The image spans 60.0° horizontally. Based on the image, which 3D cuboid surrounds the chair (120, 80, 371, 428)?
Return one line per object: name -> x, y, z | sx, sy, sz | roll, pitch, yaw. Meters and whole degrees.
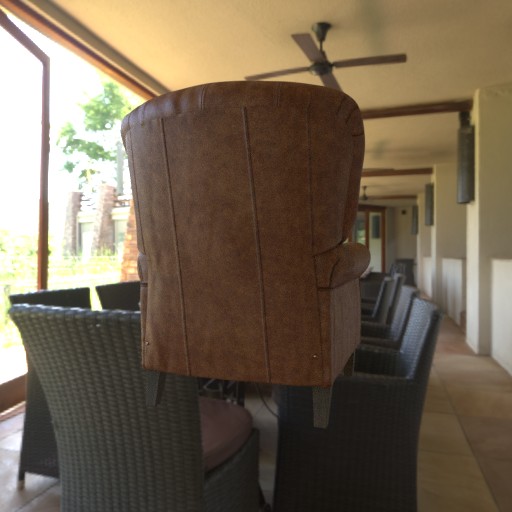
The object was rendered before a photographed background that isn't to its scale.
chair -> 0.000, 0.000, 1.893 | 0.951, 1.164, 1.059 | 0, 0, 19
